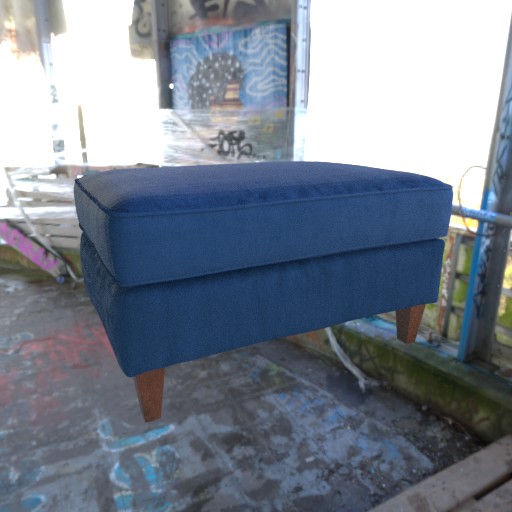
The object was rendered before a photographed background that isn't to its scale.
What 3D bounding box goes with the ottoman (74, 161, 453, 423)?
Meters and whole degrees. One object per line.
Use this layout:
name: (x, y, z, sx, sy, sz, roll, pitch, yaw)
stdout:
ottoman: (0.000, 0.000, 1.217, 0.862, 0.484, 0.583, -9, 19, -26)
